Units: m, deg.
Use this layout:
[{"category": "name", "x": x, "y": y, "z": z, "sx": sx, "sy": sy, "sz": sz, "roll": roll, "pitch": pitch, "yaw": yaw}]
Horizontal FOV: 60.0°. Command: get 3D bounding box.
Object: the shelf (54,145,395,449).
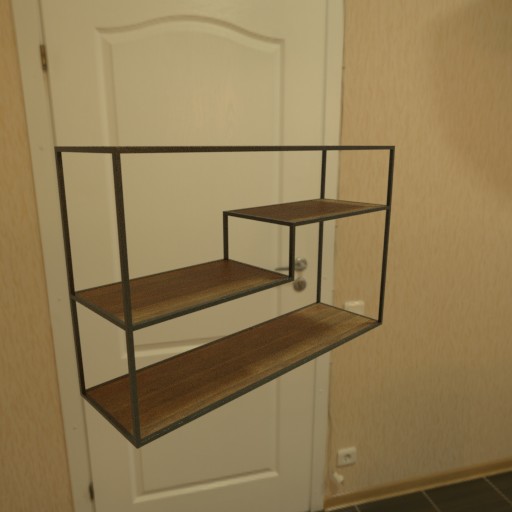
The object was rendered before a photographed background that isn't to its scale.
[{"category": "shelf", "x": 0.000, "y": 0.000, "z": 1.588, "sx": 1.201, "sy": 0.765, "sz": 0.361, "roll": -13, "pitch": 19, "yaw": -42}]
